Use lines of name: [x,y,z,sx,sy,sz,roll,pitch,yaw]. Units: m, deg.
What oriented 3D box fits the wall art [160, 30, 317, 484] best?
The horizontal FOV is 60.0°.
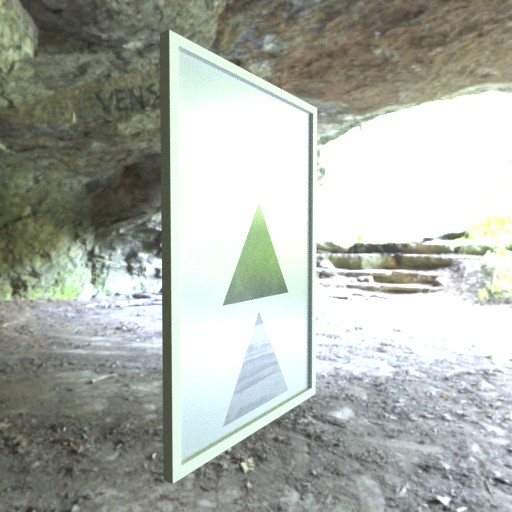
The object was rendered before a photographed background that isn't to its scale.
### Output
wall art: [0.000,0.000,0.550,0.013,0.433,0.303,2,3,35]
